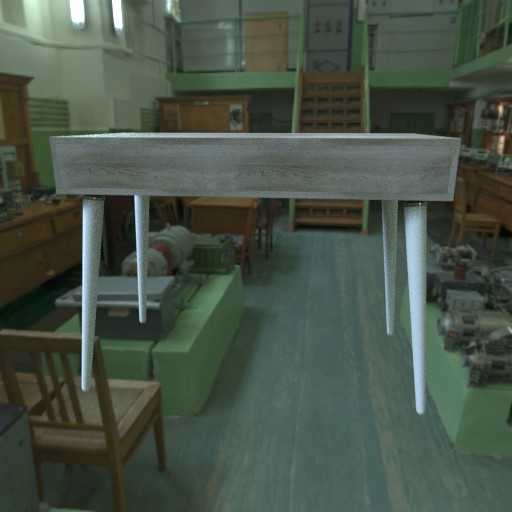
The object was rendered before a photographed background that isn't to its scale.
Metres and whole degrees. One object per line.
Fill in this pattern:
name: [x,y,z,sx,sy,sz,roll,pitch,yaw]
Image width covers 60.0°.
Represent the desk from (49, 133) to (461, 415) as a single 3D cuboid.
desk: [0.000,0.000,1.373,0.979,0.723,0.491,2,17,6]
